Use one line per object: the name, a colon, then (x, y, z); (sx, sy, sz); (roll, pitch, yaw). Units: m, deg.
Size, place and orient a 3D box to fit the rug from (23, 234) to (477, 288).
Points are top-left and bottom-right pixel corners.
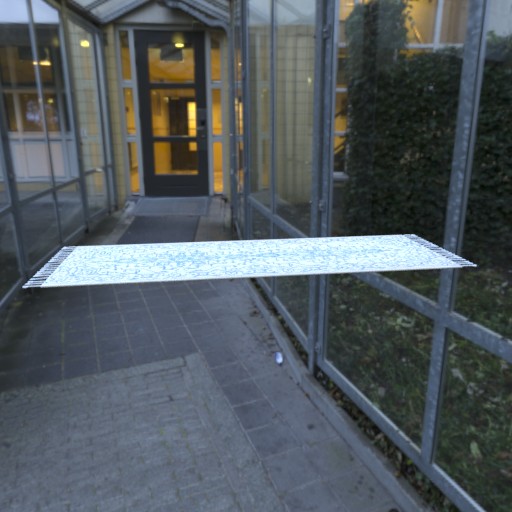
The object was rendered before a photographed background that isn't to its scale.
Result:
rug: (0.000, 0.000, 2.716); (2.449, 0.011, 0.774); (-2, 17, -8)
